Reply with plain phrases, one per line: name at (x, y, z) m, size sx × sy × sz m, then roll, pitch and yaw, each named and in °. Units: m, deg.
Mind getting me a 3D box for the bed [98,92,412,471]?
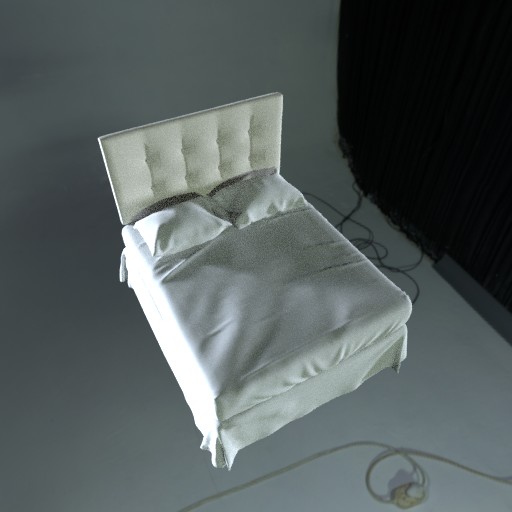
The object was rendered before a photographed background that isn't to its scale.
bed at (0.000, 0.000, 3.571) m, size 1.936 × 1.577 × 2.222 m, roll -22°, pitch 49°, yaw -20°
